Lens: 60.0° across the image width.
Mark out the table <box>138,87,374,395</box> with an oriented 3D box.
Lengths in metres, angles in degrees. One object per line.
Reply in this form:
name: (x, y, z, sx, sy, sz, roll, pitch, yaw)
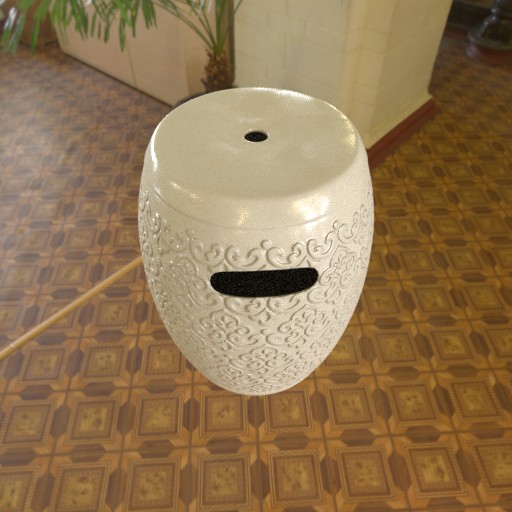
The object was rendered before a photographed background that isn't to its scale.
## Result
table: (0.000, 0.000, 0.635, 0.309, 0.397, 0.309, 0, 47, 0)
